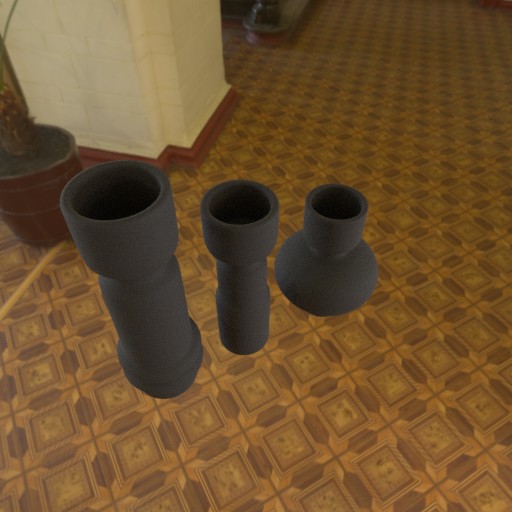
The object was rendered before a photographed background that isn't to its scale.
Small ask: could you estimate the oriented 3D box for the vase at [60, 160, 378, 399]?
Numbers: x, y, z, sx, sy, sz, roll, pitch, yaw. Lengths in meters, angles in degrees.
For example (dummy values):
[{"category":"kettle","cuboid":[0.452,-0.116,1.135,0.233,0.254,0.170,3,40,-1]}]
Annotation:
[{"category":"vase","cuboid":[0.000,0.000,0.434,0.307,0.249,0.120,-23,50,-20]}]
